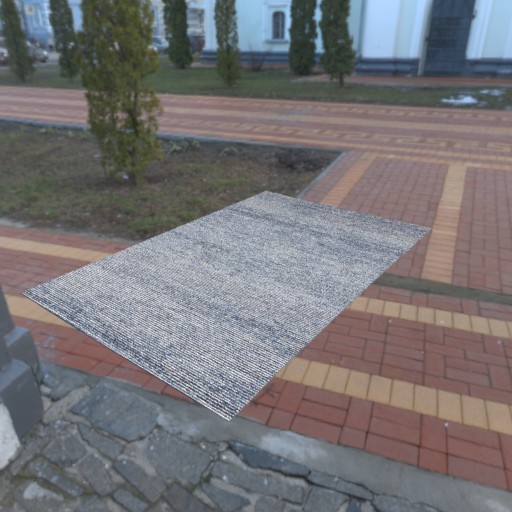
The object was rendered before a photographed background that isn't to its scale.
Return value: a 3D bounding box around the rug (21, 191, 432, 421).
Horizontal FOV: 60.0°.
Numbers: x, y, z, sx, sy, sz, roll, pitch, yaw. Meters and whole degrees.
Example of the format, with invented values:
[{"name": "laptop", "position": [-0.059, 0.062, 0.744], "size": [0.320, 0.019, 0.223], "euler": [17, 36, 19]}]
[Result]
[{"name": "rug", "position": [0.000, 0.000, 2.143], "size": [1.135, 0.010, 1.740], "euler": [19, 32, 33]}]
